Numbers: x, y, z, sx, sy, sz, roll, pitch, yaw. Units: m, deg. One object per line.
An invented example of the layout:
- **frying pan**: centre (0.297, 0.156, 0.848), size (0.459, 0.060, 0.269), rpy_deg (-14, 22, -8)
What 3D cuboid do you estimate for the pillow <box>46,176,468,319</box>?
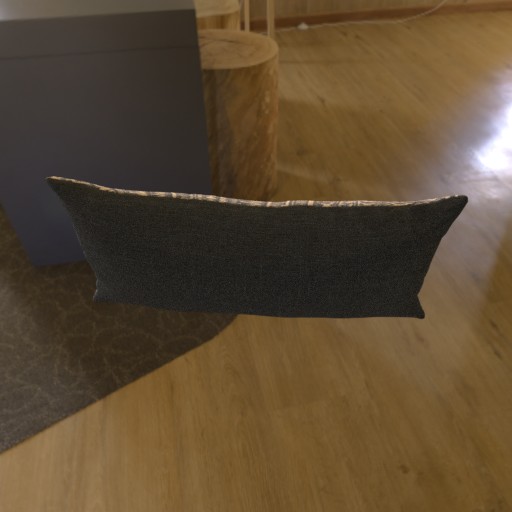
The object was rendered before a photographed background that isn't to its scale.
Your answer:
- **pillow**: centre (0.000, 0.000, 0.739), size (0.631, 0.292, 0.148), rpy_deg (3, 47, 3)
